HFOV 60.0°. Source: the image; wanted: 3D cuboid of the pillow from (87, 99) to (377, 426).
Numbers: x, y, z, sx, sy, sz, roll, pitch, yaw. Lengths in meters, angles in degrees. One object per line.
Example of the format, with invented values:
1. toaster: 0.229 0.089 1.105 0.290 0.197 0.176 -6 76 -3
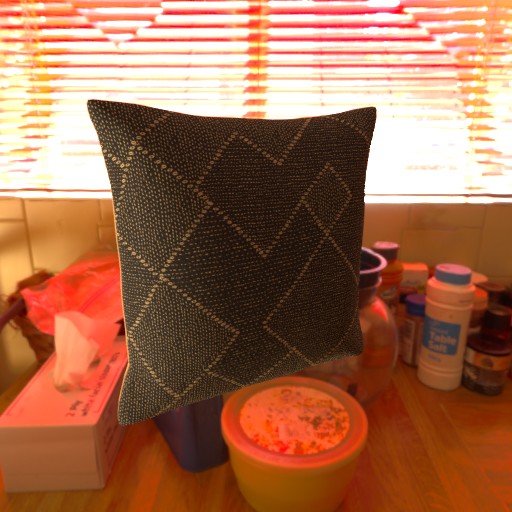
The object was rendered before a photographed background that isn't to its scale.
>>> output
1. pillow: 0.000 0.000 0.654 0.435 0.428 0.148 -9 19 -27
